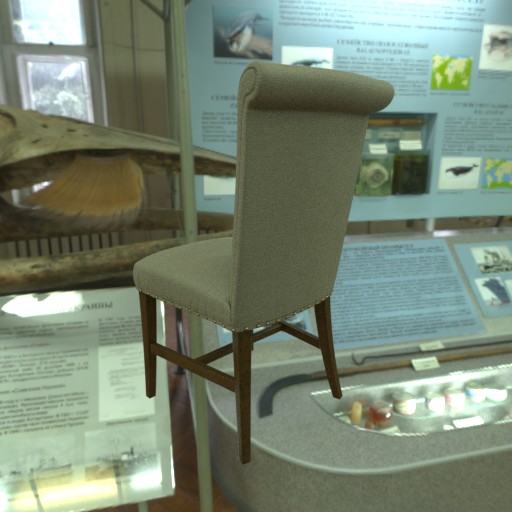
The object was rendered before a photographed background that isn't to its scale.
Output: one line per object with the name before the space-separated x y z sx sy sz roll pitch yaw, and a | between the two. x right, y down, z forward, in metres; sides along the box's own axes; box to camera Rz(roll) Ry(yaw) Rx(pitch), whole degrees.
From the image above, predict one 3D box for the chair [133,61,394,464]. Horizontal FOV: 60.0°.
chair | 0.000 0.000 1.332 0.513 0.988 0.608 -15 21 -43
